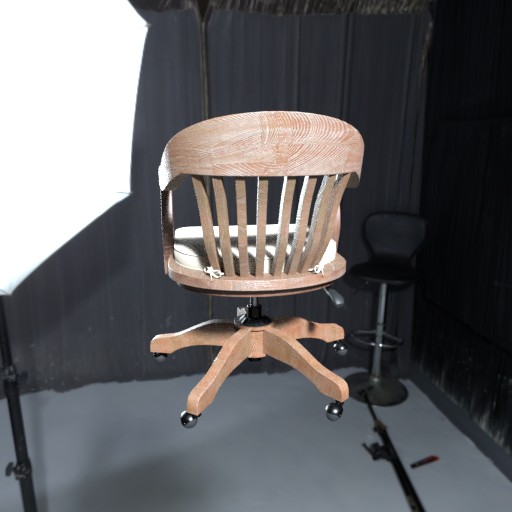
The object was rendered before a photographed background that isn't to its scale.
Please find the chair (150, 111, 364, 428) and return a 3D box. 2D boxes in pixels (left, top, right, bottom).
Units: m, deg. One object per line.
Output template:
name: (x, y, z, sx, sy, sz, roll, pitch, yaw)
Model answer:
chair: (0.000, 0.000, 1.489, 0.750, 0.878, 0.788, -2, 14, -9)
